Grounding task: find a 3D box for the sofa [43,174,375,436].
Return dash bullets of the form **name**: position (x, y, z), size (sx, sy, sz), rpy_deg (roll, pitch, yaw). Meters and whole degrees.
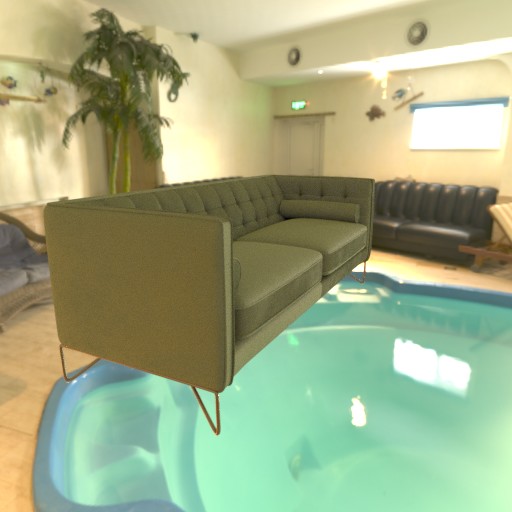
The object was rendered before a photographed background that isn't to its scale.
- **sofa**: position (0.000, 0.000, 2.533), size (0.867, 0.789, 2.087), rpy_deg (7, 16, 27)
